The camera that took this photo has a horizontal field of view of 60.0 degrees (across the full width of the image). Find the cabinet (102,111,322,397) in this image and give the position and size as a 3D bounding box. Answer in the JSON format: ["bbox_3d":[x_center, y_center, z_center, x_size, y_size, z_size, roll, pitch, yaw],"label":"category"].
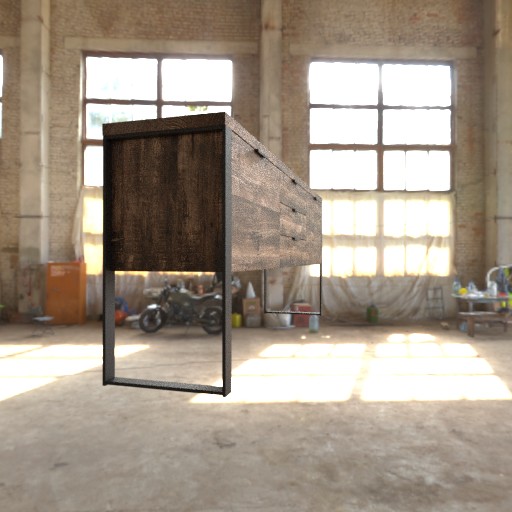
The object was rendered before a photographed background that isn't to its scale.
[{"bbox_3d":[0.000,0.000,2.093,0.395,0.762,1.800,0,0,17],"label":"cabinet"}]
